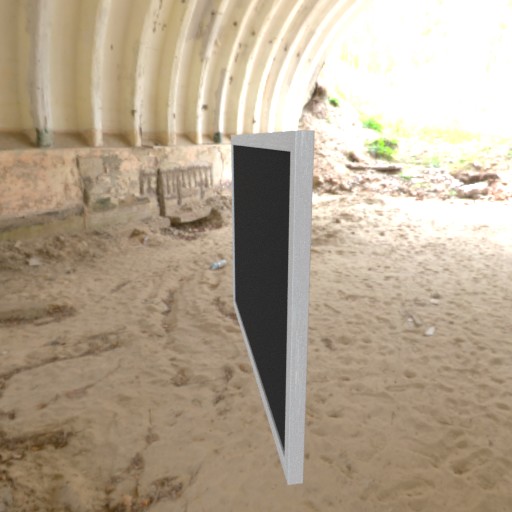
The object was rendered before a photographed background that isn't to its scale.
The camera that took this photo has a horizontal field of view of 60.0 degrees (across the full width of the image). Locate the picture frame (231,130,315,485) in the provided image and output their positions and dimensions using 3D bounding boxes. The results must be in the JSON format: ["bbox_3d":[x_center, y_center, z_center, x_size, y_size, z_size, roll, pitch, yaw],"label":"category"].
[{"bbox_3d":[0.000,0.000,1.205,0.029,0.640,0.950,-2,15,-9],"label":"picture frame"}]
